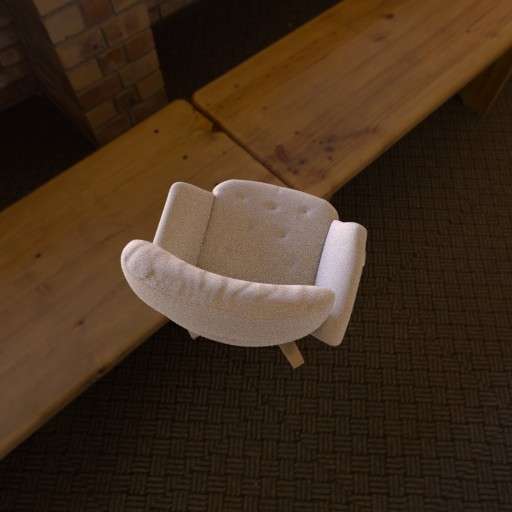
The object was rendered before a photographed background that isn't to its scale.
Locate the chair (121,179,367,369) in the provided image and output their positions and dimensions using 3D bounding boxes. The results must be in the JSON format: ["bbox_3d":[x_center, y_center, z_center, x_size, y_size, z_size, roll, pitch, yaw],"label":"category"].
[{"bbox_3d":[0.000,0.000,1.618,0.785,0.995,0.837,14,64,7],"label":"chair"}]
